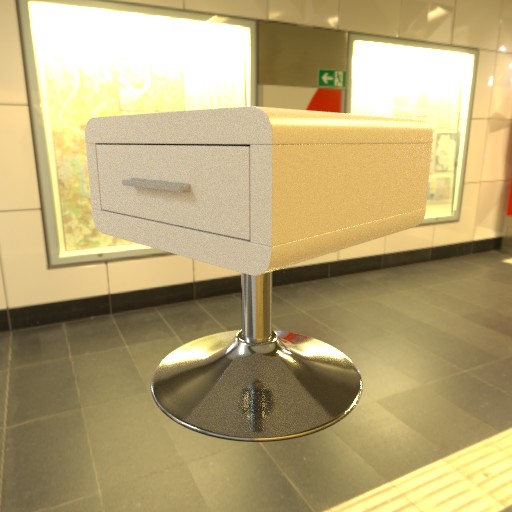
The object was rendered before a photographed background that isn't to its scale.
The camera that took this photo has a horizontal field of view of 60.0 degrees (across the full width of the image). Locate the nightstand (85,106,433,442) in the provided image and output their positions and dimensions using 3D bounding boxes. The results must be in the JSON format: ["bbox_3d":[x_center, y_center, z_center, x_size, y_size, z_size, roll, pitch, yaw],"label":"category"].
[{"bbox_3d":[0.000,0.000,0.750,0.399,0.447,0.404,13,20,42],"label":"nightstand"}]
